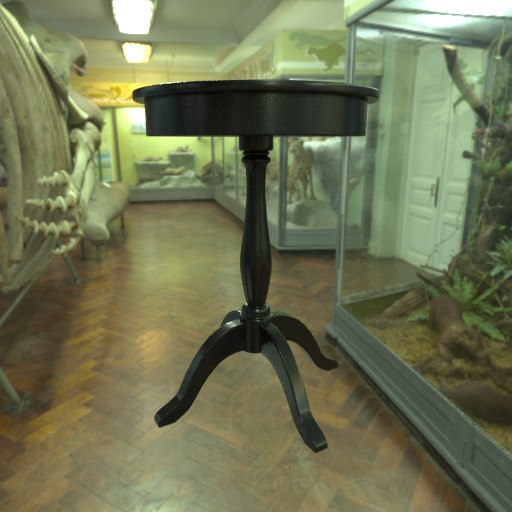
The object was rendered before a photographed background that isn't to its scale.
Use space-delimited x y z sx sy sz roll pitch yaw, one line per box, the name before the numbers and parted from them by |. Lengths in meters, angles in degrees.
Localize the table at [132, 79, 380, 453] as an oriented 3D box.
table | 0.000 0.000 0.966 0.481 0.665 0.481 0 15 0
